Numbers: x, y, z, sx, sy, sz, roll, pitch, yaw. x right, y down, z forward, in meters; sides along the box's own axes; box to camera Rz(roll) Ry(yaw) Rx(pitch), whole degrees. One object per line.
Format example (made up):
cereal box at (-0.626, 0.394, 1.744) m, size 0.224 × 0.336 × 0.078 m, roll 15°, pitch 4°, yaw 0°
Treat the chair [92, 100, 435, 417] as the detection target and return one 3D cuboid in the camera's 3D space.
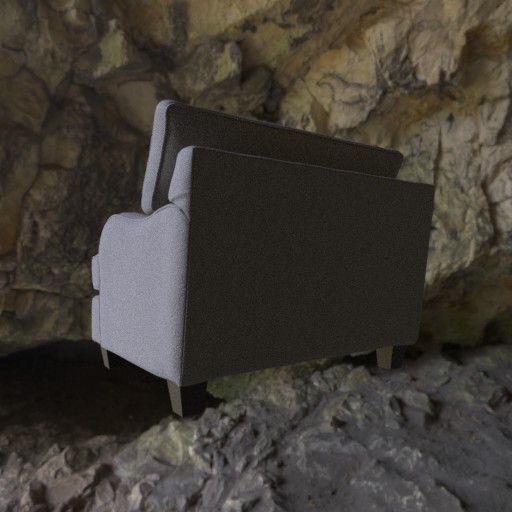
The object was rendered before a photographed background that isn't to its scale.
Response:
chair at (0.000, 0.000, 2.003) m, size 1.220 × 1.016 × 1.040 m, roll 0°, pitch 0°, yaw -35°
